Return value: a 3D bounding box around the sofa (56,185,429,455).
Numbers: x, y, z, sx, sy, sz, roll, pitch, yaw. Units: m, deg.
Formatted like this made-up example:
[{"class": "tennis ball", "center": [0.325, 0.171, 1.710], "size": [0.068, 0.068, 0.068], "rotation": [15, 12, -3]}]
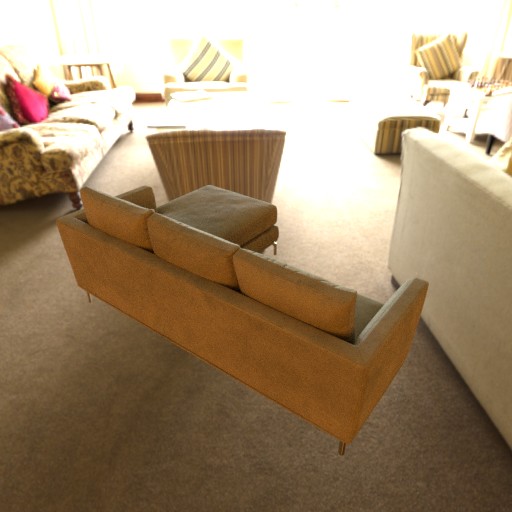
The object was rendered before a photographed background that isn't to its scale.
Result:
[{"class": "sofa", "center": [0.000, 0.000, 3.255], "size": [2.438, 0.987, 1.622], "rotation": [21, 37, 31]}]
